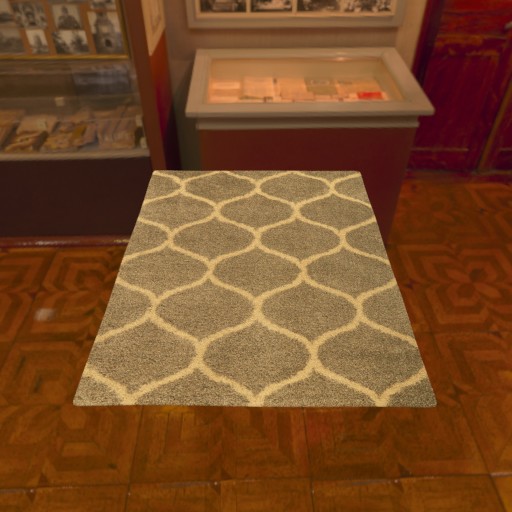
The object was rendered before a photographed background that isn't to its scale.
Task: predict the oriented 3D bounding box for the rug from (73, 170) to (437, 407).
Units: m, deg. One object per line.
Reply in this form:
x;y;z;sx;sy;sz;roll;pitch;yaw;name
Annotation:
0.000;0.000;4.029;2.399;0.026;3.000;0;41;0;rug
